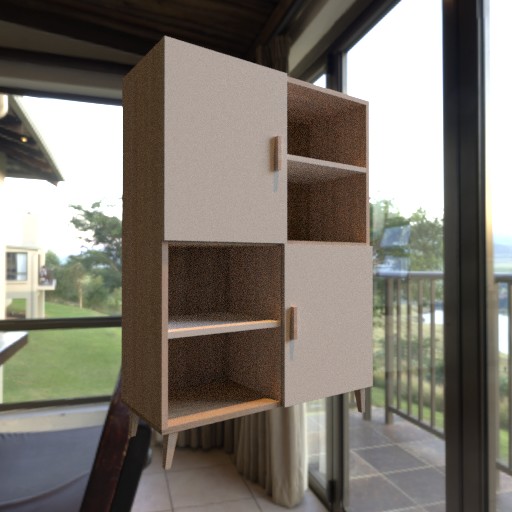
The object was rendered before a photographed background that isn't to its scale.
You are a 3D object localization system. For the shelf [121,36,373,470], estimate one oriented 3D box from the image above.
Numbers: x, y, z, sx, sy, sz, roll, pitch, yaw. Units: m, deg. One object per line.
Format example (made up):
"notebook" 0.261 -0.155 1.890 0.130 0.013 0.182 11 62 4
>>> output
"shelf" 0.000 0.000 1.863 0.995 1.405 0.434 0 -1 -35
